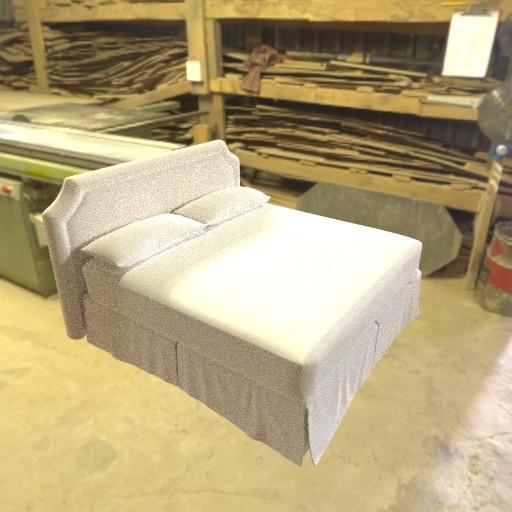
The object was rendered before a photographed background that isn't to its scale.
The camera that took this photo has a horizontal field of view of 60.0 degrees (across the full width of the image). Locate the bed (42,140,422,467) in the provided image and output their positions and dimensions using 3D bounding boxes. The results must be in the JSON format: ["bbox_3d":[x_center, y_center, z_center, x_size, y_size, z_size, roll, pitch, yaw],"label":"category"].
[{"bbox_3d":[0.000,0.000,3.495,2.204,1.301,2.160,17,31,32],"label":"bed"}]
